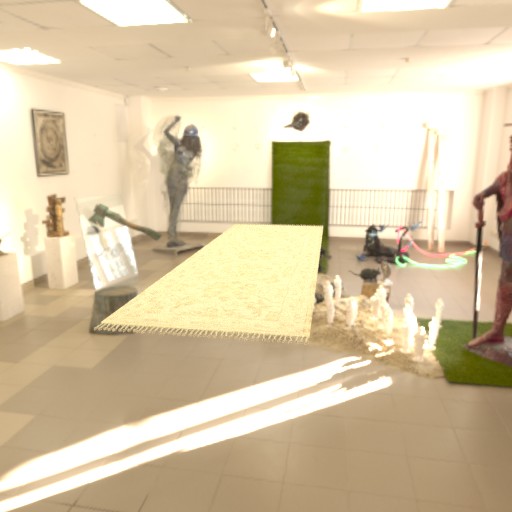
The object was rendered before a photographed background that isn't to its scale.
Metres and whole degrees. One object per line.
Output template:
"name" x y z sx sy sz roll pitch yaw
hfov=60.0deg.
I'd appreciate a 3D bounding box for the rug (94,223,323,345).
"rug" 0.000 0.000 2.795 0.795 0.015 2.544 2 13 9
